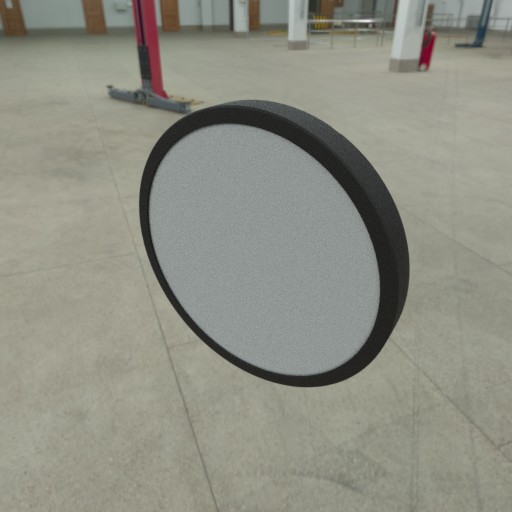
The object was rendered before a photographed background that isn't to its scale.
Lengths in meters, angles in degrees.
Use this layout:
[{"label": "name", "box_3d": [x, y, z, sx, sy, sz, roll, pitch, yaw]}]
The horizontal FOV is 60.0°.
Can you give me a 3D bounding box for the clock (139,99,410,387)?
[{"label": "clock", "box_3d": [0.000, 0.000, 0.441, 0.293, 0.293, 0.040, 18, 35, 29]}]
